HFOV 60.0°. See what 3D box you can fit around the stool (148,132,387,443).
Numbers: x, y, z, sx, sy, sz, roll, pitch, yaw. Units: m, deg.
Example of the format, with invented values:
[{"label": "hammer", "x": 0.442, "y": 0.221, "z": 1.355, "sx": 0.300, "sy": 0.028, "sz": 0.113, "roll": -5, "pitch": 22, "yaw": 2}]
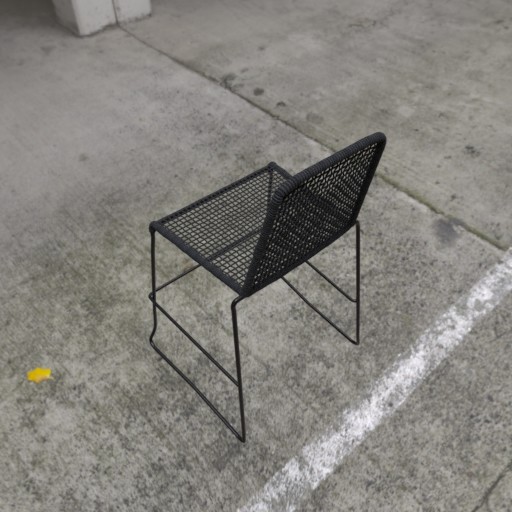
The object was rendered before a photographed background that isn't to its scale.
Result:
[{"label": "stool", "x": 0.000, "y": 0.000, "z": 1.277, "sx": 0.590, "sy": 0.905, "sz": 0.509, "roll": -32, "pitch": 54, "yaw": -27}]
